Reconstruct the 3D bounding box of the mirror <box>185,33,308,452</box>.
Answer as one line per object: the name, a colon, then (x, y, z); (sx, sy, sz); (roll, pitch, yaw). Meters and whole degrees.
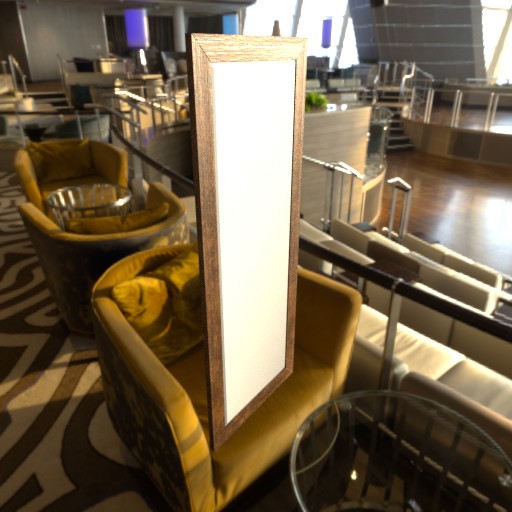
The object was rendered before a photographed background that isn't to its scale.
mirror: (0.000, 0.000, 2.280); (0.032, 2.031, 0.812); (17, 30, 32)
